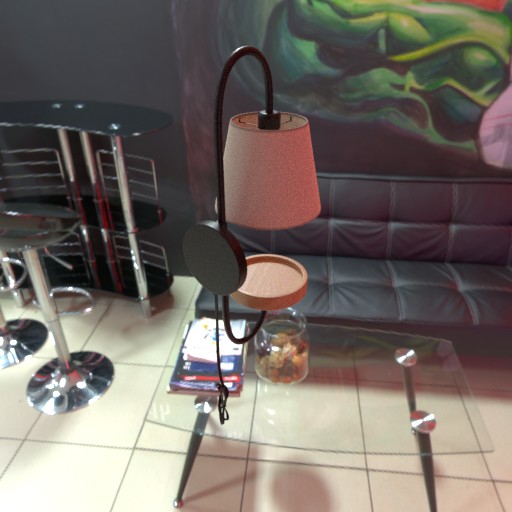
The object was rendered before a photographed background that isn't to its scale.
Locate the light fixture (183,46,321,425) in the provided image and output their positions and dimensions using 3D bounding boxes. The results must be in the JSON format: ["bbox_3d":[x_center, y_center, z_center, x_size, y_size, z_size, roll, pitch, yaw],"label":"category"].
[{"bbox_3d":[0.000,0.000,0.950,0.220,0.821,0.299,22,37,32],"label":"light fixture"}]
